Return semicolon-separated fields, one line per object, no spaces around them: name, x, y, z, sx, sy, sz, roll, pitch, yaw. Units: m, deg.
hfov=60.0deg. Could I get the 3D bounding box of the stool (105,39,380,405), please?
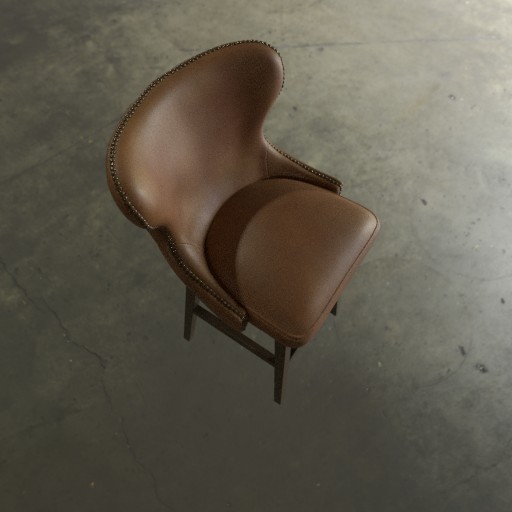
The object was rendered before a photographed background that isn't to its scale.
stool;0.000;0.000;1.417;0.606;1.087;0.591;30;64;16
